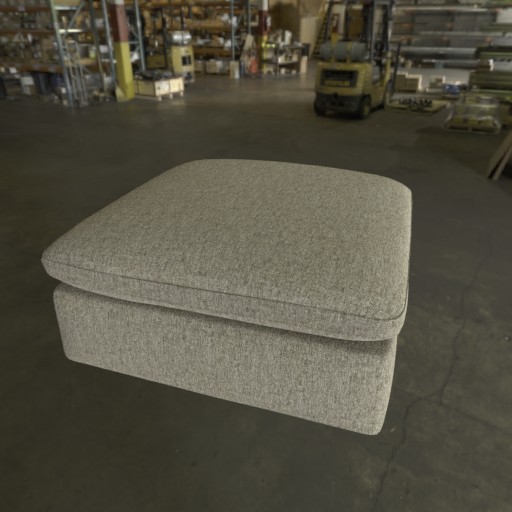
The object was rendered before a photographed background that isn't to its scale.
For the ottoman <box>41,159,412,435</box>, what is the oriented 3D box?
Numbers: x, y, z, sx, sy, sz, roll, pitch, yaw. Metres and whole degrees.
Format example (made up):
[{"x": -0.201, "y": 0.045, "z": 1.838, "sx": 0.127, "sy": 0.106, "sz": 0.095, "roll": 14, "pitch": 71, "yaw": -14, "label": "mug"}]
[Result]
[{"x": 0.000, "y": 0.000, "z": 1.623, "sx": 1.039, "sy": 0.526, "sz": 1.035, "roll": 9, "pitch": 29, "yaw": 16, "label": "ottoman"}]
